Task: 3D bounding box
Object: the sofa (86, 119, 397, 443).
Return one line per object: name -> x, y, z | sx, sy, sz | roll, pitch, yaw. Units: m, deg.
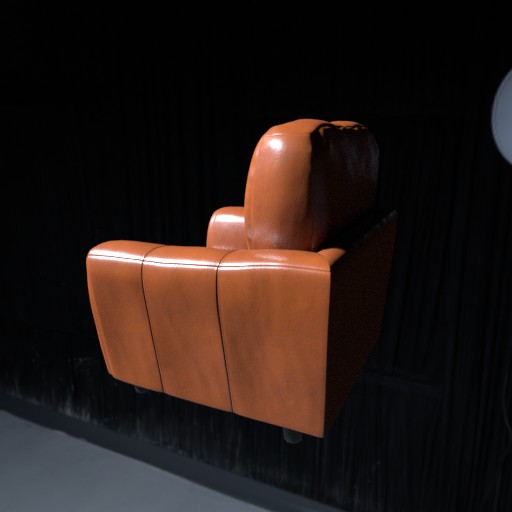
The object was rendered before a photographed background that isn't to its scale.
sofa -> 0.000, 0.000, 1.503 | 0.789, 0.876, 0.836 | 8, 18, 26
